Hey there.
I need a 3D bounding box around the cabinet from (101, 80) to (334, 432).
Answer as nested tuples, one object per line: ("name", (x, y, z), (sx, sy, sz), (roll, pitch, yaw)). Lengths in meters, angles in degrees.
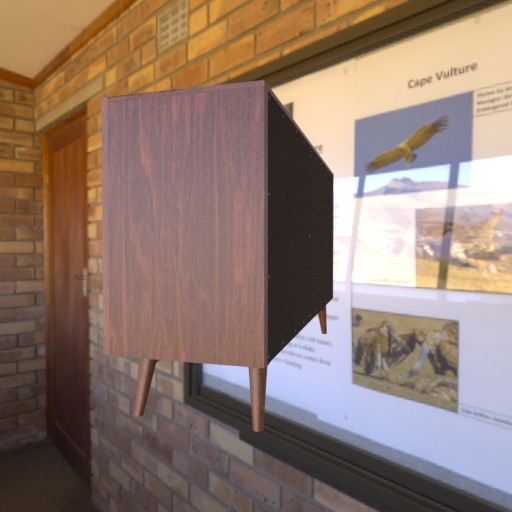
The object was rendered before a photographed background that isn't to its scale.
("cabinet", (0.000, 0.000, 1.967), (0.505, 0.940, 1.575), (0, 2, 16))
